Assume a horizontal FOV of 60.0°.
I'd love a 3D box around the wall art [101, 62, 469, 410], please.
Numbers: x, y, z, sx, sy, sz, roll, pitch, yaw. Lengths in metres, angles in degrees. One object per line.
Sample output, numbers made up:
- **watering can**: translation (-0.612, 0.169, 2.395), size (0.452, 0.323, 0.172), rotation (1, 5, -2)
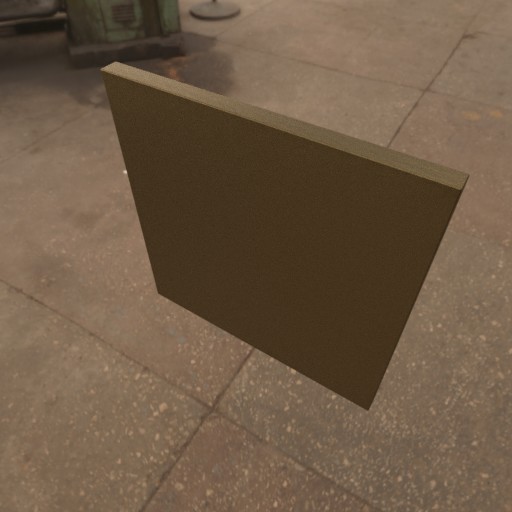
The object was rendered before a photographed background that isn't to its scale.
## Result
- **wall art**: translation (0.000, 0.000, 0.723), size (0.503, 0.506, 0.031), rotation (25, 51, 22)
